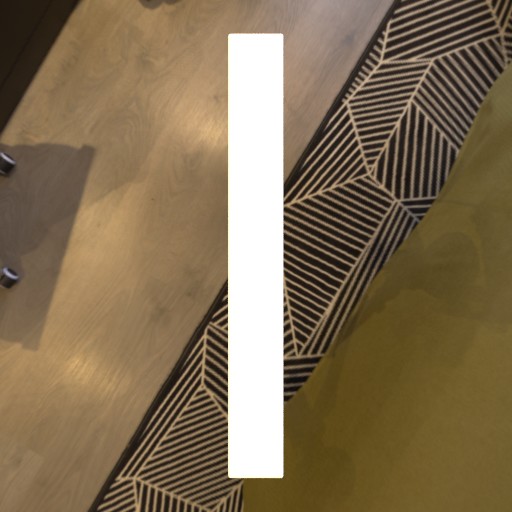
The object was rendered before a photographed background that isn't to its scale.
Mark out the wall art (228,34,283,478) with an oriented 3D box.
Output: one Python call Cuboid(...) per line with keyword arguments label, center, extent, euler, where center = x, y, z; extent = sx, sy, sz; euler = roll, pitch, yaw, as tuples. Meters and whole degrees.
Cuboid(label="wall art", center=(0.000, 0.000, 0.455), extent=(0.038, 0.305, 0.305), euler=(0, 90, 0))
